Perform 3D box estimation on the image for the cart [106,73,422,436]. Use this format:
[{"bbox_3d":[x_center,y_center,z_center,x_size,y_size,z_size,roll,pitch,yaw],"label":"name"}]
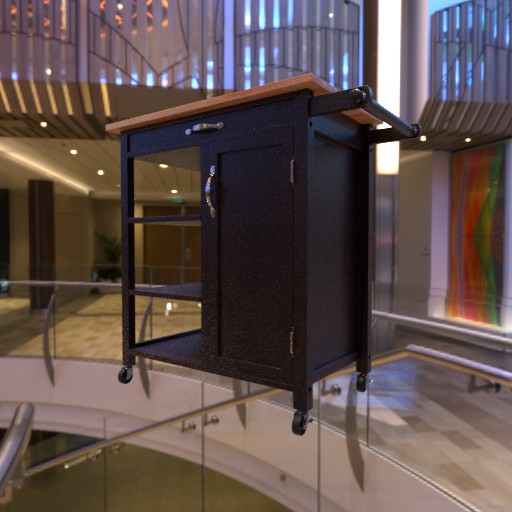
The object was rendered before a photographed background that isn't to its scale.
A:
[{"bbox_3d":[0.000,0.000,1.432,0.914,0.878,0.472,1,2,36],"label":"cart"}]
